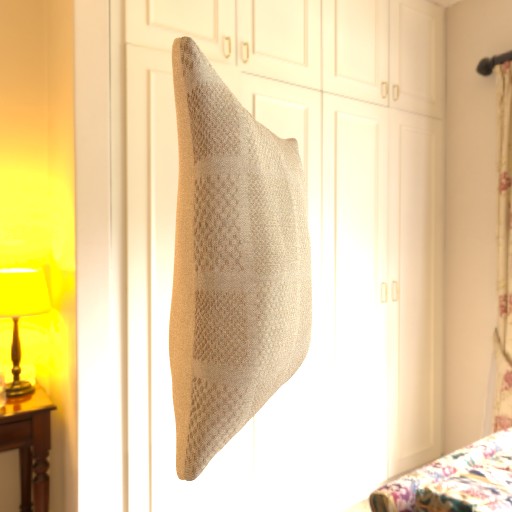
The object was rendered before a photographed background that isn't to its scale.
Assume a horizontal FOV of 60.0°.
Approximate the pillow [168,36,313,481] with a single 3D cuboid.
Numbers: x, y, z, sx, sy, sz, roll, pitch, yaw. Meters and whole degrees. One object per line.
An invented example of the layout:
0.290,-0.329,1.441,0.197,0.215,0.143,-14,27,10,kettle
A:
0.000,0.000,0.632,0.138,0.432,0.436,0,1,19,pillow
